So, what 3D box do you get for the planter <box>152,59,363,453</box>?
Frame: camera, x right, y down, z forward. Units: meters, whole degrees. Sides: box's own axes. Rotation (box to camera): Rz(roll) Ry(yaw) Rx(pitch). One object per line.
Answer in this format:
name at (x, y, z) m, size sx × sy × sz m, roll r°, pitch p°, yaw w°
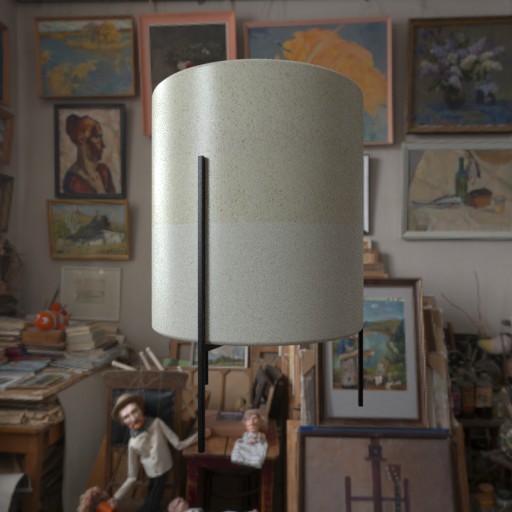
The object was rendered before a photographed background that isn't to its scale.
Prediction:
planter at (0.000, 0.000, 0.701) m, size 0.324 × 0.483 × 0.333 m, roll 0°, pitch 0°, yaw -35°
